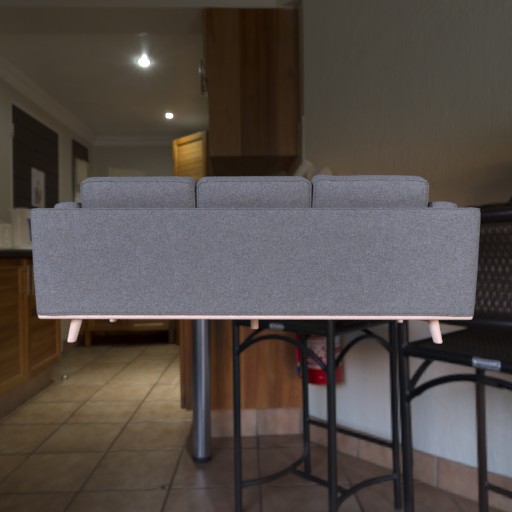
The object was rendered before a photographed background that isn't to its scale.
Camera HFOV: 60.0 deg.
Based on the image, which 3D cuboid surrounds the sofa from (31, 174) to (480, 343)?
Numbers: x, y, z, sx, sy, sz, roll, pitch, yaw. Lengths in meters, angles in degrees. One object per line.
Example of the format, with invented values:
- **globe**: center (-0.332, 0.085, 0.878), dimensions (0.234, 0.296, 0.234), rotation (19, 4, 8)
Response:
- **sofa**: center (0.000, 0.000, 3.108), dimensions (2.411, 0.929, 1.604), rotation (0, 1, 1)
